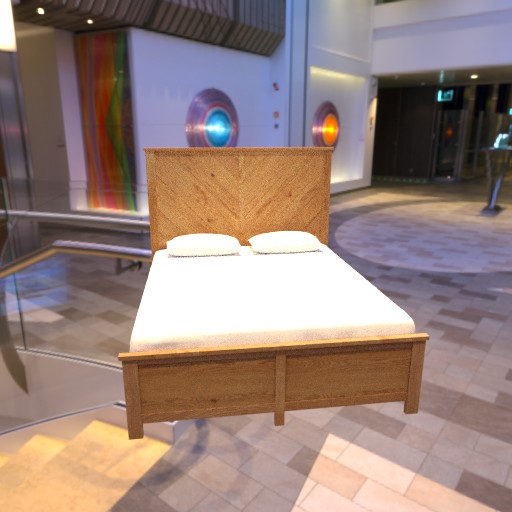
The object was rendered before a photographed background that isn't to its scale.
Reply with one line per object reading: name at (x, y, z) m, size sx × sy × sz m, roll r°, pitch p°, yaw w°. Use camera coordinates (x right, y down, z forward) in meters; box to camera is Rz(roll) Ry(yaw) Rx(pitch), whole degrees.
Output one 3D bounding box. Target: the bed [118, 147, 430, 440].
bed at (0.000, 0.000, 4.241) m, size 2.225 × 1.938 × 2.530 m, roll -2°, pitch 16°, yaw -8°
